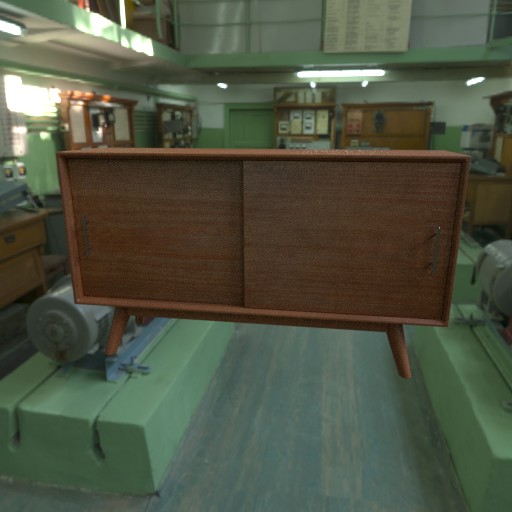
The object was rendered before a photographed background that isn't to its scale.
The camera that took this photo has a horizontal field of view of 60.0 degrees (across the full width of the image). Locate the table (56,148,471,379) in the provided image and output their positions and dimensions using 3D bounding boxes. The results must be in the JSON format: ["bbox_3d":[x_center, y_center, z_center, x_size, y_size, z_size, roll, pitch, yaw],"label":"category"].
[{"bbox_3d":[0.000,0.000,1.513,1.220,0.698,0.308,2,17,8],"label":"table"}]
